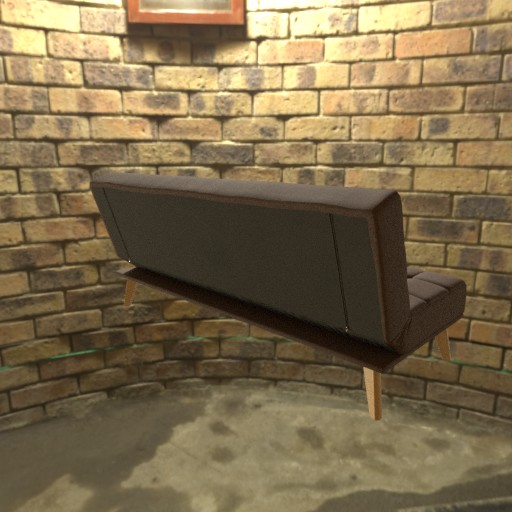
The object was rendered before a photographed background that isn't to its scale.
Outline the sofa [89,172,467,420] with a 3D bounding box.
[{"bbox_3d":[0.000,0.000,2.252,1.800,0.810,0.860,13,18,43],"label":"sofa"}]
